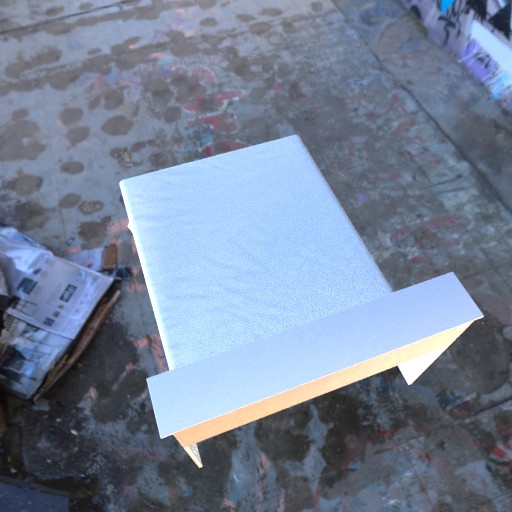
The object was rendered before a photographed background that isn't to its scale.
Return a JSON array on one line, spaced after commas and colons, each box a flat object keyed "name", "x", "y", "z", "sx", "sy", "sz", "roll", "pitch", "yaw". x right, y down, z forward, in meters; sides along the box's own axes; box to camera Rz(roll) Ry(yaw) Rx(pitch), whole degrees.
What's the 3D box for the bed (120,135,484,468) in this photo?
[{"name": "bed", "x": 0.000, "y": 0.000, "z": 3.081, "sx": 1.671, "sy": 1.092, "sz": 2.133, "roll": -17, "pitch": 59, "yaw": -11}]
